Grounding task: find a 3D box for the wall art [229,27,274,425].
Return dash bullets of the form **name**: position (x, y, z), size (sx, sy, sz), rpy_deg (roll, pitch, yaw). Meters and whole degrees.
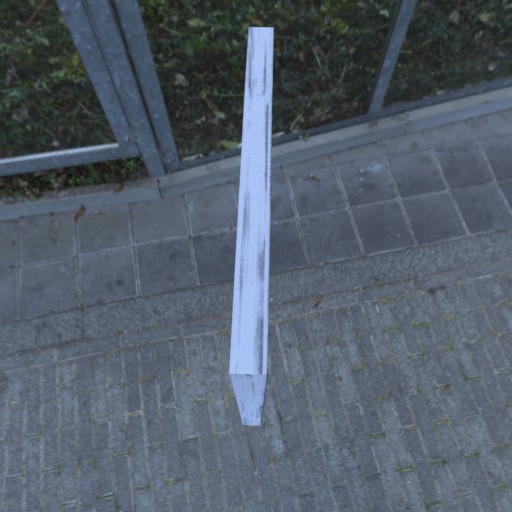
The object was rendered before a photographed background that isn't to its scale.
- **wall art**: position (0.000, 0.000, 0.771), size (0.038, 0.506, 0.506), rpy_deg (1, 64, 1)
